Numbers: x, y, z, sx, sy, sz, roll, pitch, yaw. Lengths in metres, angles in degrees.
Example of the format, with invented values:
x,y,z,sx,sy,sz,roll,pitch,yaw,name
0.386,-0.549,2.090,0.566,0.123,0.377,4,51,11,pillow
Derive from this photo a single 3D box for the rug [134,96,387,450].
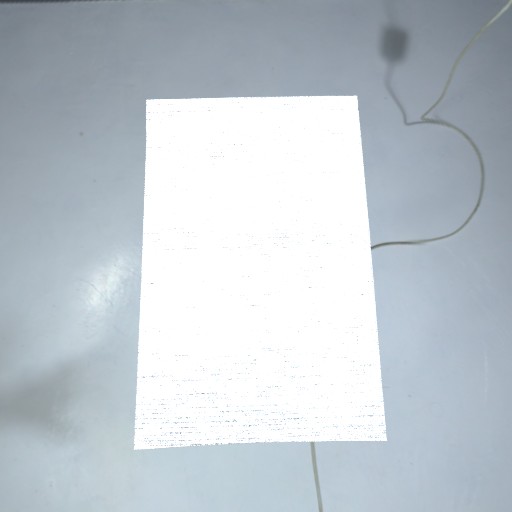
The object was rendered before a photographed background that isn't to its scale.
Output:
x,y,z,sx,sy,sz,roll,pitch,yaw,name
0.000,0.000,2.206,1.149,0.021,1.773,-1,77,0,rug
